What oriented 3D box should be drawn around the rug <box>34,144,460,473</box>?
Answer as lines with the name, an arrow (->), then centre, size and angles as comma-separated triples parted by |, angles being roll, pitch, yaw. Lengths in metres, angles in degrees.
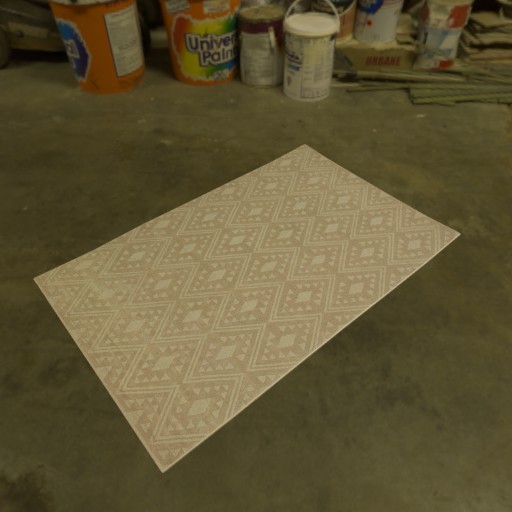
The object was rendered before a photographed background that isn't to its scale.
rug -> 0.000, 0.000, 2.966 | 2.430, 0.053, 1.553 | -31, 53, -27
